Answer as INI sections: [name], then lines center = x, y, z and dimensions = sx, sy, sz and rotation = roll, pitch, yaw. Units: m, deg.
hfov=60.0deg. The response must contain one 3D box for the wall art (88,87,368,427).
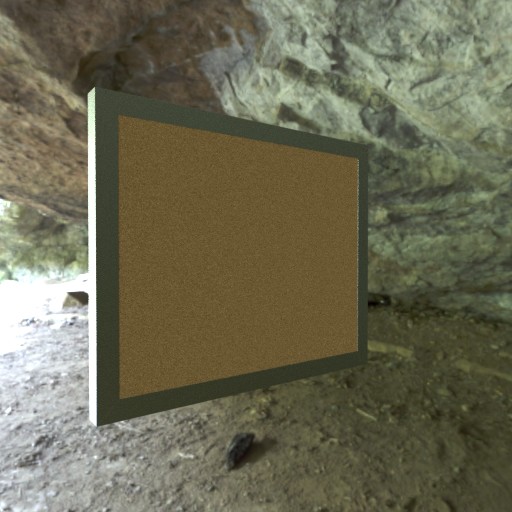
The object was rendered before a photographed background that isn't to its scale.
[wall art]
center = 0.000, 0.000, 0.772
dimensions = 0.557, 0.456, 0.032
rotation = -1, 1, -36
